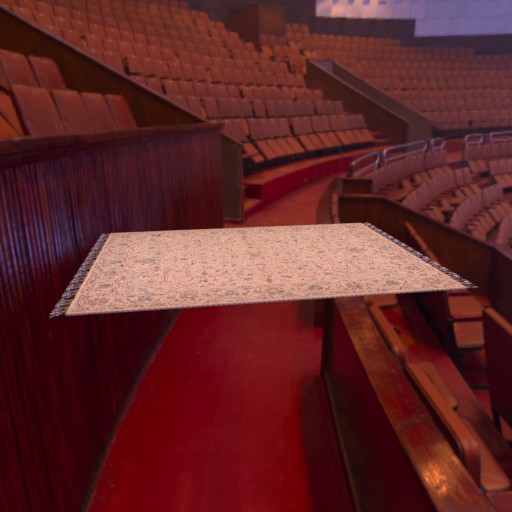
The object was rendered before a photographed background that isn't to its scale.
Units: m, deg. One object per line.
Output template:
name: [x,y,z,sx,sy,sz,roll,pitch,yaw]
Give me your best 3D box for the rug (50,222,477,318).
rug: [0.000,0.000,2.399,1.802,0.008,1.247,-3,18,-9]
